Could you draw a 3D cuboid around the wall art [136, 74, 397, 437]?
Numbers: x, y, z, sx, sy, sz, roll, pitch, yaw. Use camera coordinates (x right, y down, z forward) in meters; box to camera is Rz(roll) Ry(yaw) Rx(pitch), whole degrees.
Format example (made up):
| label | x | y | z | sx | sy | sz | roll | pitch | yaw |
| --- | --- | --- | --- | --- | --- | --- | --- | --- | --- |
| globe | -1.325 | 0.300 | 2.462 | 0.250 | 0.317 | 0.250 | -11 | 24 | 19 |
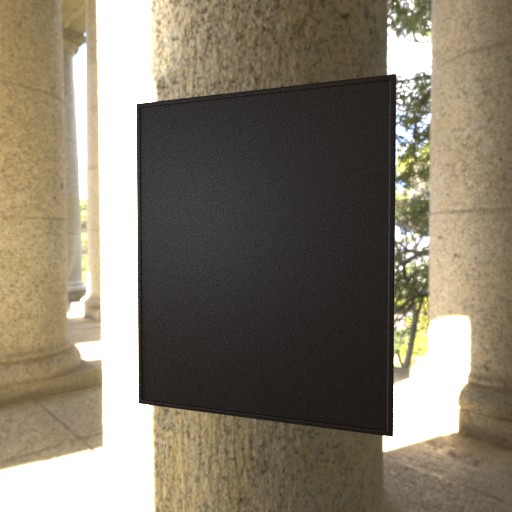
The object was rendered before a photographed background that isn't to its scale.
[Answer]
| label | x | y | z | sx | sy | sz | roll | pitch | yaw |
| --- | --- | --- | --- | --- | --- | --- | --- | --- | --- |
| wall art | 0.000 | 0.000 | 0.755 | 0.451 | 0.551 | 0.028 | 1 | 2 | 18 |
